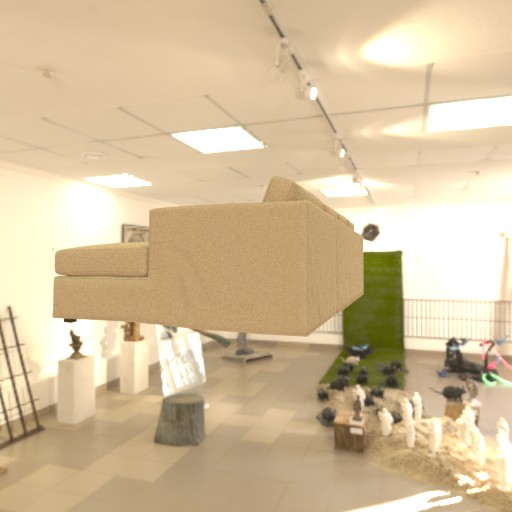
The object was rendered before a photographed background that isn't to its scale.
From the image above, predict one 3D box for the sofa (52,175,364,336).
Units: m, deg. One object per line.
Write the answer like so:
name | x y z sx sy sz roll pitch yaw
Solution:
sofa | 0.000 0.000 3.984 1.622 0.867 3.177 0 -1 19
